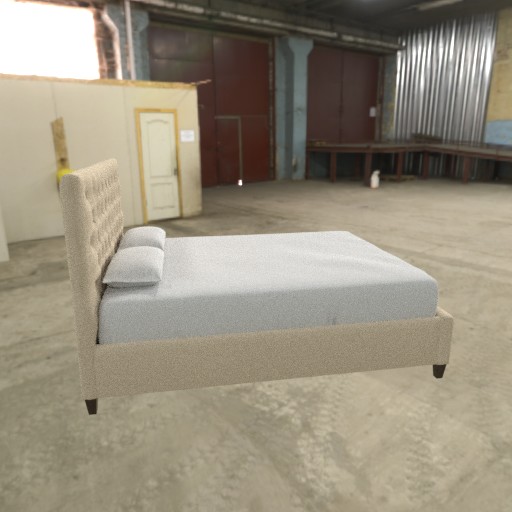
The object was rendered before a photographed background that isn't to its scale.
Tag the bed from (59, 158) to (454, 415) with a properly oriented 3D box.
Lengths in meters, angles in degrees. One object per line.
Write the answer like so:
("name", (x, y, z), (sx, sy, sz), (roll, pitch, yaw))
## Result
("bed", (0.000, 0.000, 3.445), (2.387, 1.427, 1.698), (-3, 15, -10))
